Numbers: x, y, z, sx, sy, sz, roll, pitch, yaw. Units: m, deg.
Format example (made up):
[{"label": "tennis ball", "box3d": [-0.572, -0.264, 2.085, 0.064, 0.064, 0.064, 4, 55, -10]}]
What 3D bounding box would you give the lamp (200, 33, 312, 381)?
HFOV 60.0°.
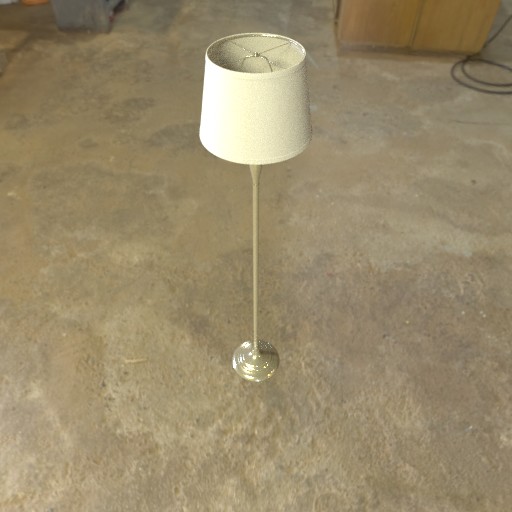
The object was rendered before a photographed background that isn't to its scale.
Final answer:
[{"label": "lamp", "box3d": [0.000, 0.000, 1.670, 0.327, 1.506, 0.327, 4, 47, 4]}]
